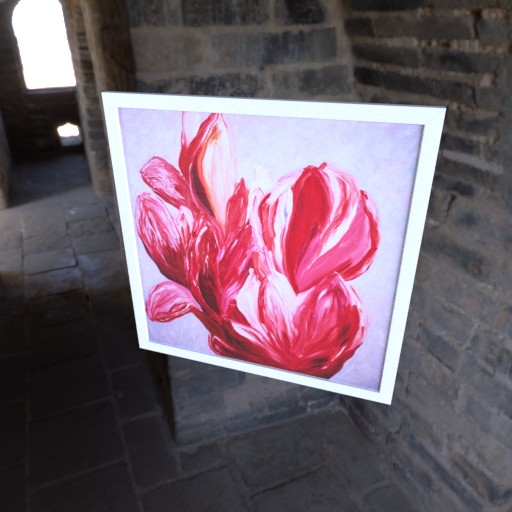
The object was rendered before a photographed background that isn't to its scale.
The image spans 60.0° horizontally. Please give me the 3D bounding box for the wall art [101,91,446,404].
[{"bbox_3d":[0.000,0.000,0.979,0.664,0.661,0.020,9,28,16],"label":"wall art"}]
